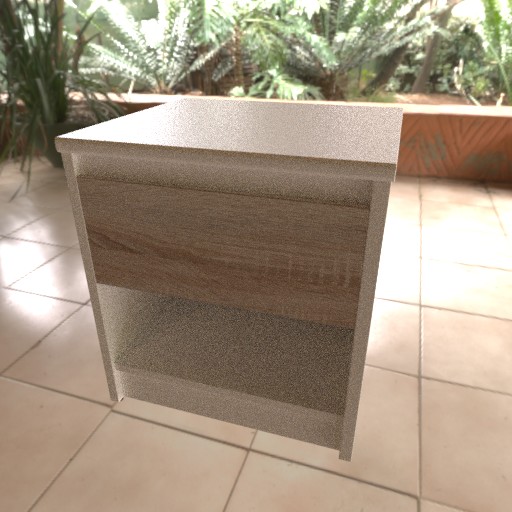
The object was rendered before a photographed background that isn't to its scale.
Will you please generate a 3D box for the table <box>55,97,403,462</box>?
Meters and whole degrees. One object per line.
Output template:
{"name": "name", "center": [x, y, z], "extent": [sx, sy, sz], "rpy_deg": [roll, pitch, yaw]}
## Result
{"name": "table", "center": [0.000, 0.000, 0.773], "extent": [0.420, 0.460, 0.380], "rpy_deg": [8, 28, 15]}
